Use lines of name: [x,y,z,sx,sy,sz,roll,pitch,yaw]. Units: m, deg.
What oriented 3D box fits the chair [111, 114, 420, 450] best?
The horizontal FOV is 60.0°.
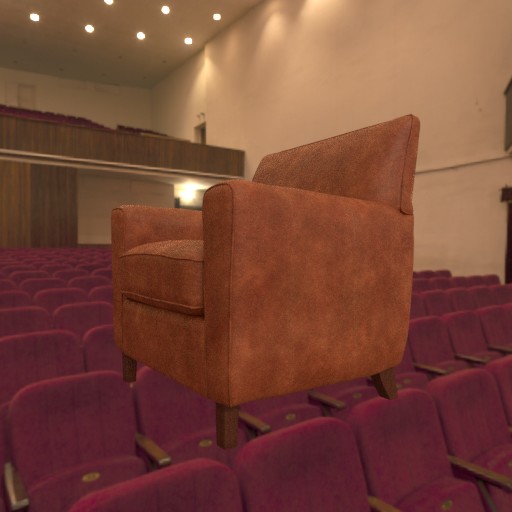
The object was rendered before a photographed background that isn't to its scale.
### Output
chair: [0.000,0.000,1.579,0.823,0.943,0.870,0,1,-36]
